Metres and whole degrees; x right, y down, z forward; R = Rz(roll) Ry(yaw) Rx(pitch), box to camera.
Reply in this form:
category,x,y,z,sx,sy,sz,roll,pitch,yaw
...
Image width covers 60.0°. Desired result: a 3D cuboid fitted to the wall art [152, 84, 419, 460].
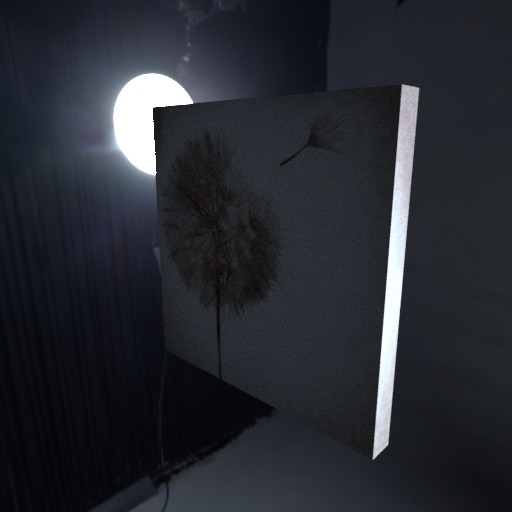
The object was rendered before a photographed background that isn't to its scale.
category,x,y,z,sx,sy,sz,roll,pitch,yaw
wall art,0.000,0.000,0.454,0.303,0.303,0.028,13,20,42
